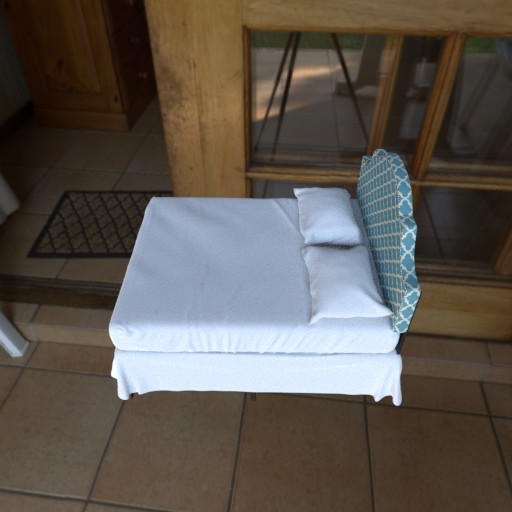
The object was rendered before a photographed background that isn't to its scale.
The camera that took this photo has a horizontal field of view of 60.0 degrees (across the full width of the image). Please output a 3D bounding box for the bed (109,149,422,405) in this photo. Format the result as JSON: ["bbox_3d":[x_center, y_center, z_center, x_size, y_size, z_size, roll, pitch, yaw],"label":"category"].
[{"bbox_3d":[0.000,0.000,3.473,2.222,1.633,1.780,1,42,1],"label":"bed"}]
